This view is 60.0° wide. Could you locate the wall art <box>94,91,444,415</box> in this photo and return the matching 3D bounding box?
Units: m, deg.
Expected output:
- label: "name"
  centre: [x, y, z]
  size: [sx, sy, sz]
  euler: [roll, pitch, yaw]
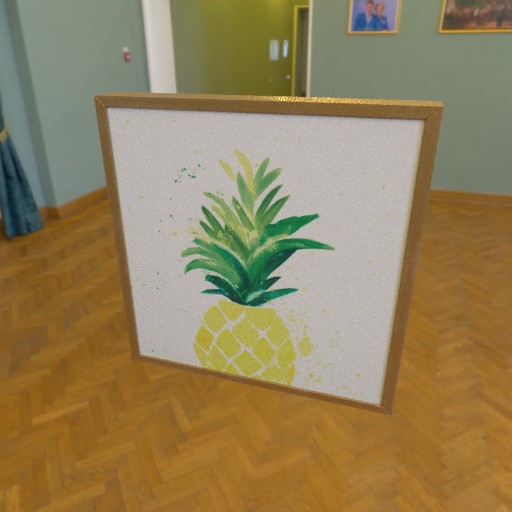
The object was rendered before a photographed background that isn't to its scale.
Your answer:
- label: "wall art"
  centre: [0.000, 0.000, 0.452]
  size: [0.306, 0.305, 0.038]
  euler: [8, 26, 16]
